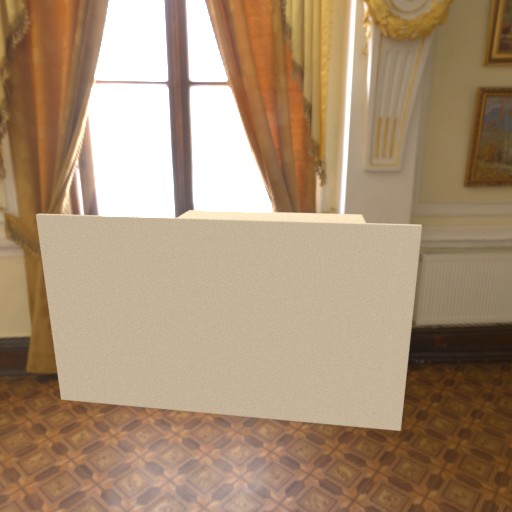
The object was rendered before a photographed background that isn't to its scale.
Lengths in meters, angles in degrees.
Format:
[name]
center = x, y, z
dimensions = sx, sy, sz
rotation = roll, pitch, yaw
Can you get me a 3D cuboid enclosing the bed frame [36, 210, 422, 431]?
[bed frame]
center = 0.000, 0.000, 2.588
dimensions = 1.400, 0.800, 1.900
rotation = 2, 16, 8
